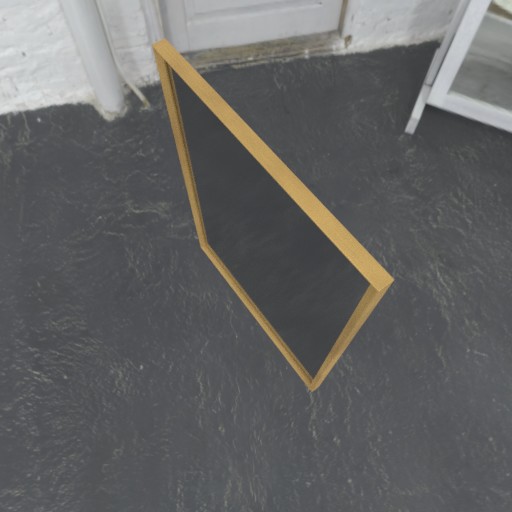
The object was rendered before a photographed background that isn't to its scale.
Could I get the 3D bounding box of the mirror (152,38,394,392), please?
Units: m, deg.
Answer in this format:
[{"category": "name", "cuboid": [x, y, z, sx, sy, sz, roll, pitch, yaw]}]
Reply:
[{"category": "mirror", "cuboid": [0.000, 0.000, 1.351, 0.041, 1.016, 0.762, -33, 68, -15]}]
